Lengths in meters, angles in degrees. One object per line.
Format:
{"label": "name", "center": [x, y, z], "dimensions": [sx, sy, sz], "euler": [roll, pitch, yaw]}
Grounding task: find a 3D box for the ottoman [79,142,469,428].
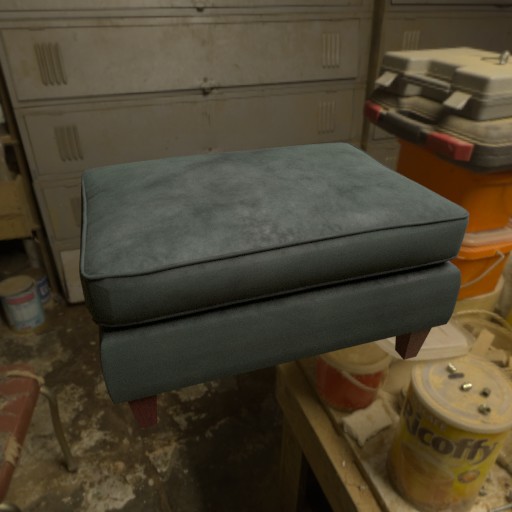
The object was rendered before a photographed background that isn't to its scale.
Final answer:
{"label": "ottoman", "center": [0.000, 0.000, 1.234], "dimensions": [0.864, 0.495, 0.632], "euler": [-10, 32, -16]}
